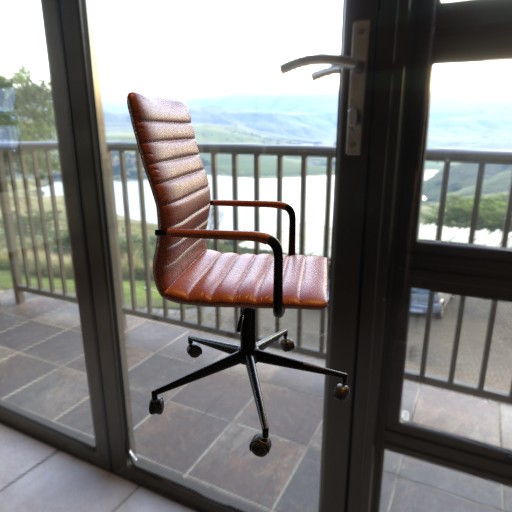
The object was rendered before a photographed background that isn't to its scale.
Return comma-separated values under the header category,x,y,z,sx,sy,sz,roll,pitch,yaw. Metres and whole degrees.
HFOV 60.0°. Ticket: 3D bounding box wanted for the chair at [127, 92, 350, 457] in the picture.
category,x,y,z,sx,sy,sz,roll,pitch,yaw
chair,0.000,0.000,1.276,0.578,0.878,0.600,2,16,8
